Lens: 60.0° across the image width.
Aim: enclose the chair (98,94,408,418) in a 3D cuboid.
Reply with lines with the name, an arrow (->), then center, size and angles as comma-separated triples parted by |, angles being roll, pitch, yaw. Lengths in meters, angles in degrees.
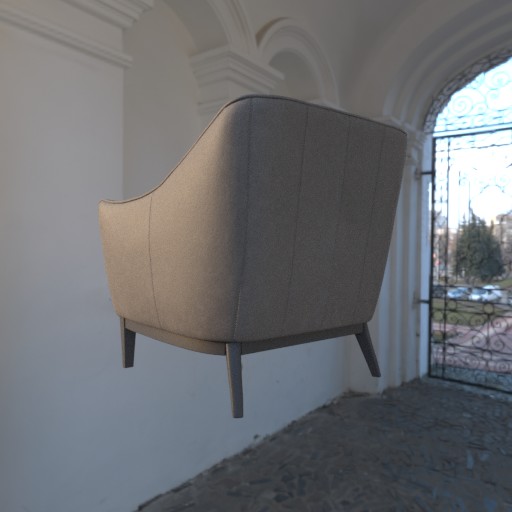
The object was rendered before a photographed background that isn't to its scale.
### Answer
chair -> 0.000, 0.000, 1.579 | 0.871, 0.830, 0.852 | -1, 2, -38
